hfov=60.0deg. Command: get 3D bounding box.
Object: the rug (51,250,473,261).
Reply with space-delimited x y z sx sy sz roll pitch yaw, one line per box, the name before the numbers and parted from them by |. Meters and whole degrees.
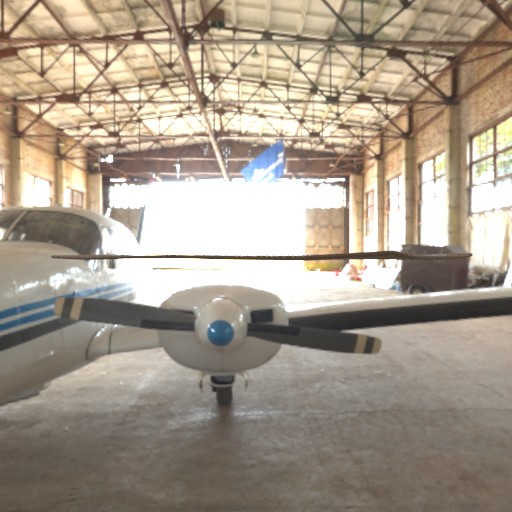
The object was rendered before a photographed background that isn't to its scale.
rug | 0.000 0.000 3.022 2.430 0.053 1.553 0 0 36
